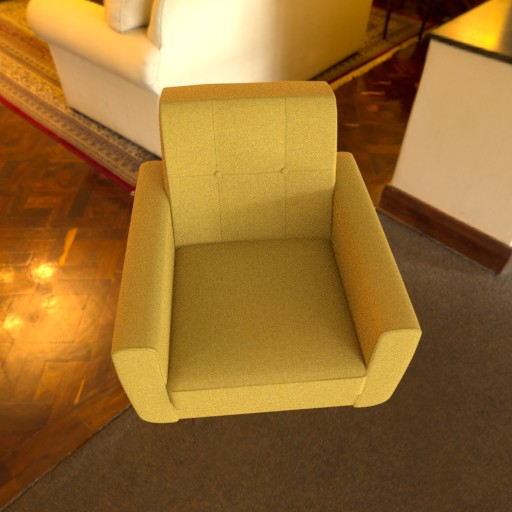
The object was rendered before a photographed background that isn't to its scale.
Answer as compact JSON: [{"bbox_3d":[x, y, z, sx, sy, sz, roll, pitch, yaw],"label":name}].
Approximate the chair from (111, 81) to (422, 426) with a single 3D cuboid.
[{"bbox_3d":[0.000,0.000,1.524,0.831,0.841,0.909,-3,47,-3],"label":"chair"}]
